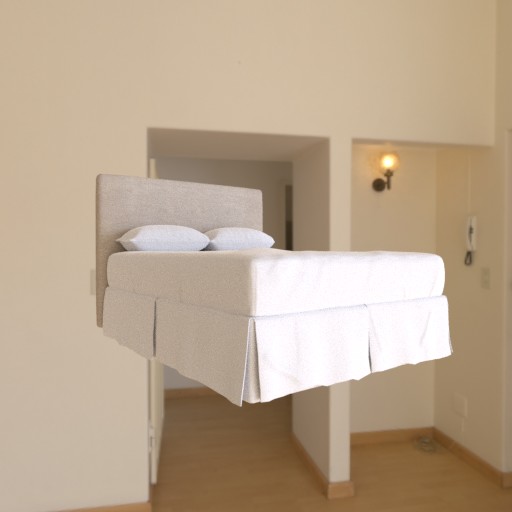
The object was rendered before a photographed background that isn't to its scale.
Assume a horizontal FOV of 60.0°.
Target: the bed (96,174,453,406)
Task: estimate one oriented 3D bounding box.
[{"bbox_3d":[0.000,0.000,3.250,1.713,1.330,2.162,-1,1,-37],"label":"bed"}]
